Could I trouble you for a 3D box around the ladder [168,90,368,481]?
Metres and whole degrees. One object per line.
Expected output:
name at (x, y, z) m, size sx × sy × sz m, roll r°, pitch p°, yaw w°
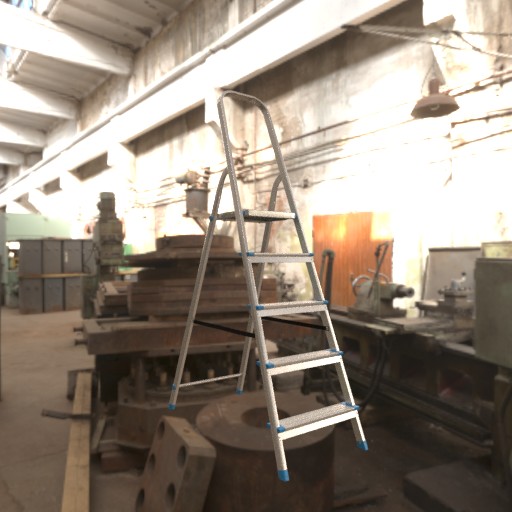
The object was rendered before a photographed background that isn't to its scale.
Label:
ladder at (0.000, 0.000, 2.151) m, size 0.468 × 1.648 × 0.990 m, roll 0°, pitch 0°, yaw -36°
